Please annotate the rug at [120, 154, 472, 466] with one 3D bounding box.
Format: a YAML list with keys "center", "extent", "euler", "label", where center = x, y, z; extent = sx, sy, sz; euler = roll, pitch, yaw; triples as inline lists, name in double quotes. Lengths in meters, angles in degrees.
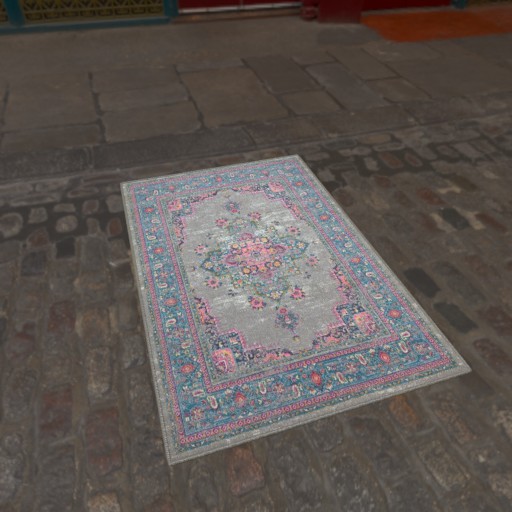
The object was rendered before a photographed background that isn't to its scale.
- center: [0.000, 0.000, 2.149]
  extent: [1.144, 0.014, 1.748]
  euler: [-12, 43, -13]
  label: "rug"
